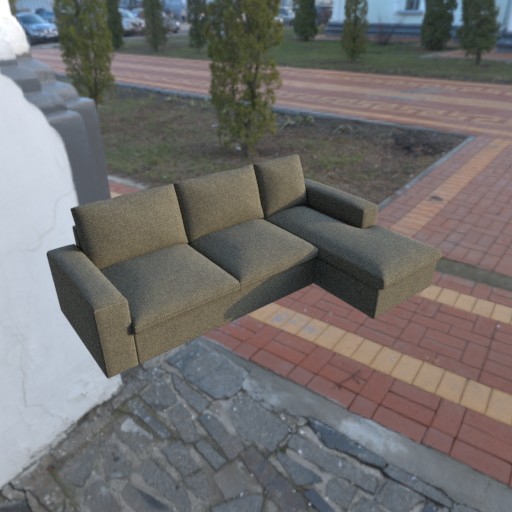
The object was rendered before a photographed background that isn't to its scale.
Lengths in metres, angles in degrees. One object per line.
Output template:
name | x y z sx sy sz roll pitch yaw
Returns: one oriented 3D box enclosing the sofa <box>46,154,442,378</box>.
sofa | 0.000 0.000 3.563 2.718 0.940 1.689 -21 35 -33
